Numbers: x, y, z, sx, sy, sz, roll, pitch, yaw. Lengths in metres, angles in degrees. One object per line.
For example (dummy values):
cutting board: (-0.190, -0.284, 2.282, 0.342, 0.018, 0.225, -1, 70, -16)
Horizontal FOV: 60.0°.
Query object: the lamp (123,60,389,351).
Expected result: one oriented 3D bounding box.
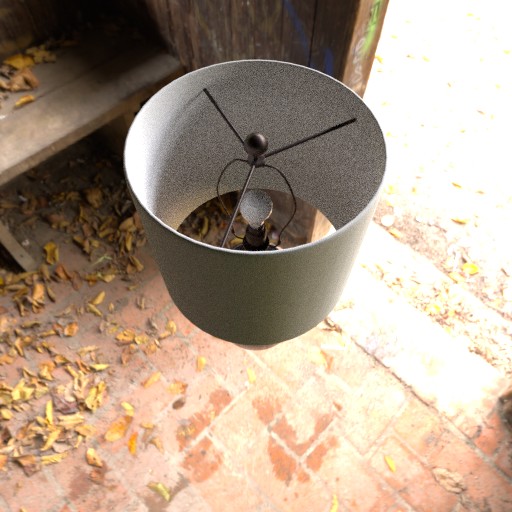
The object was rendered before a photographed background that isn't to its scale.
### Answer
lamp: (0.000, 0.000, 0.784, 0.329, 0.570, 0.329, 14, 60, 8)
